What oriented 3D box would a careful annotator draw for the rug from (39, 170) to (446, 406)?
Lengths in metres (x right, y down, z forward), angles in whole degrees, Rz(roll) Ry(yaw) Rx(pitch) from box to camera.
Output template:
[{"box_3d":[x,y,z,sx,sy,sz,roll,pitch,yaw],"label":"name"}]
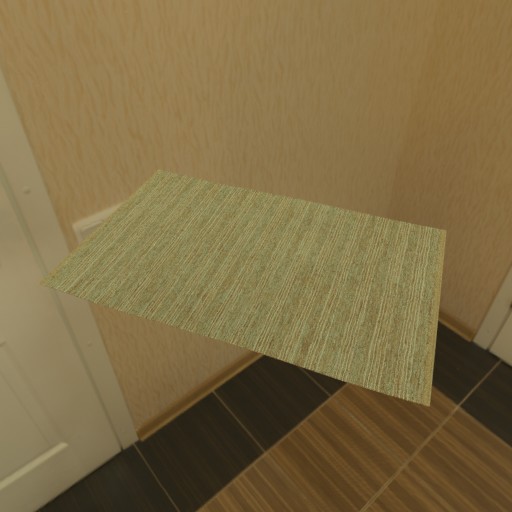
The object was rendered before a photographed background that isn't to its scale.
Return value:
[{"box_3d":[0.000,0.000,3.088,2.448,0.012,1.540,14,44,15],"label":"rug"}]
